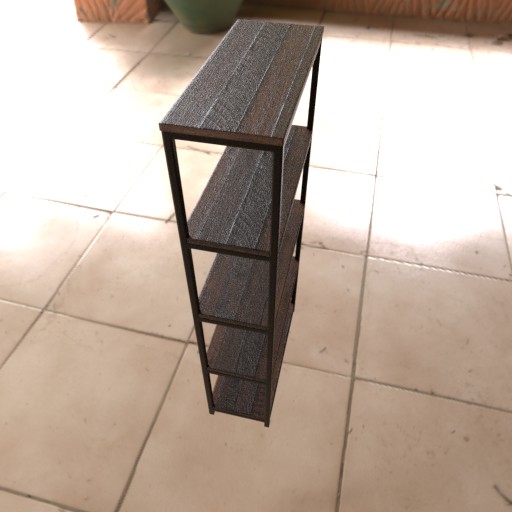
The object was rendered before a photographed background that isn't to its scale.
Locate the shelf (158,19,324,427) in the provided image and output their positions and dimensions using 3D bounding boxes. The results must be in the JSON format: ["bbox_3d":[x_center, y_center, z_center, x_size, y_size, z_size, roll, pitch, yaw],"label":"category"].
[{"bbox_3d":[0.000,0.000,2.182,0.359,1.860,0.874,10,47,9],"label":"shelf"}]
